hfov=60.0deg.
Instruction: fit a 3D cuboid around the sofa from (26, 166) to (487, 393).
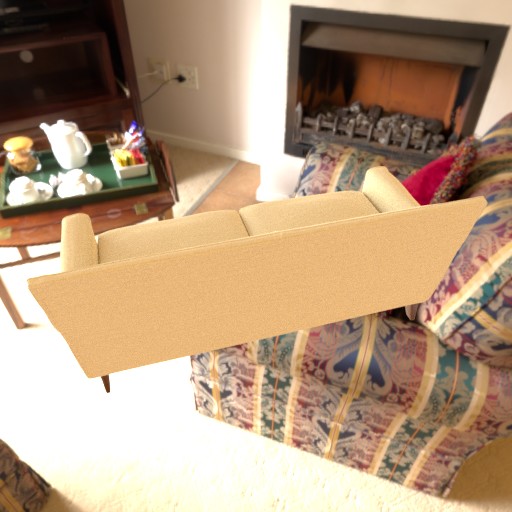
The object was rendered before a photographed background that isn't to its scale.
[{"bbox_3d":[0.000,0.000,2.420,2.001,0.907,0.841,-11,42,-12],"label":"sofa"}]
